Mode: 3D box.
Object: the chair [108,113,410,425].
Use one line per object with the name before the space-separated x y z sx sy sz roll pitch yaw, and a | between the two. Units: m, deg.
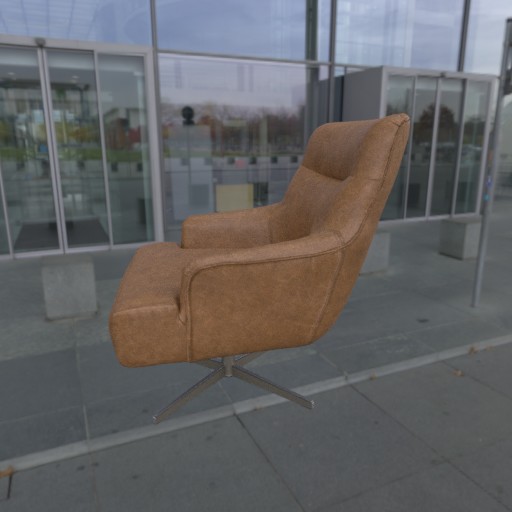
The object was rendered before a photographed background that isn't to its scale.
chair | 0.000 0.000 1.461 0.874 0.869 0.729 -2 15 -9
